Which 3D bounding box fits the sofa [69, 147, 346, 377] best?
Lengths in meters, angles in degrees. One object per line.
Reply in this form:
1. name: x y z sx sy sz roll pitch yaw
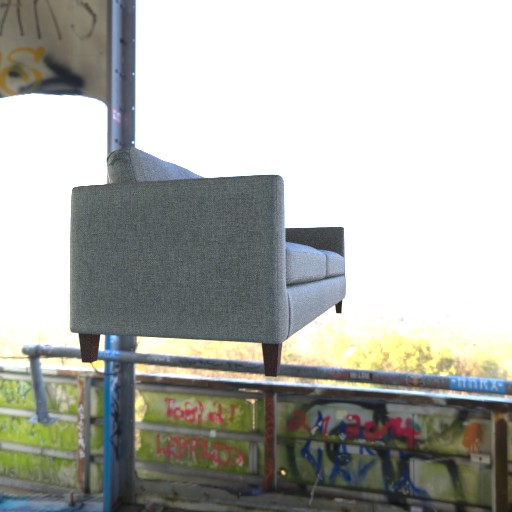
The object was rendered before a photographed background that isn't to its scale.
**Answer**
1. sofa: 0.000 0.000 2.875 0.948 0.951 2.434 0 -1 17
